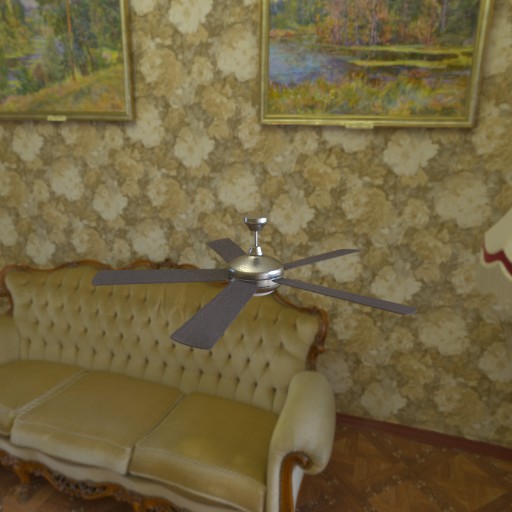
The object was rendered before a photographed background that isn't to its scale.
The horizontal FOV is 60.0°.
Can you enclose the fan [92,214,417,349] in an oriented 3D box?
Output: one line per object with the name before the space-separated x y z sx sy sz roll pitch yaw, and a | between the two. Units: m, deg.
fan | 0.000 0.000 1.957 1.321 0.356 1.321 -9 18 -28
